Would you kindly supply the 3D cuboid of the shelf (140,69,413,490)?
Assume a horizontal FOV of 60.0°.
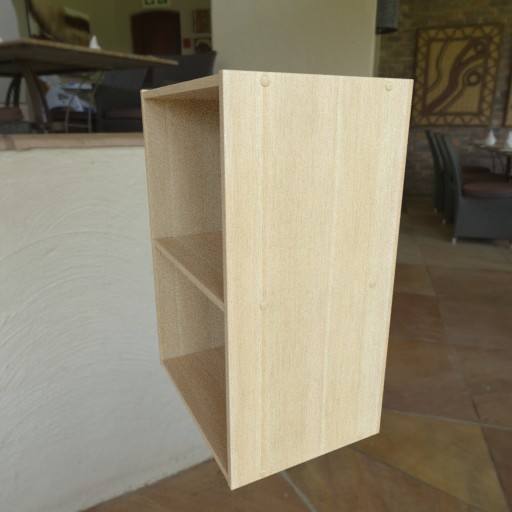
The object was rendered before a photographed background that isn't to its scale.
[{"bbox_3d":[0.000,0.000,0.823,0.290,0.592,0.414,-8,19,-25],"label":"shelf"}]
